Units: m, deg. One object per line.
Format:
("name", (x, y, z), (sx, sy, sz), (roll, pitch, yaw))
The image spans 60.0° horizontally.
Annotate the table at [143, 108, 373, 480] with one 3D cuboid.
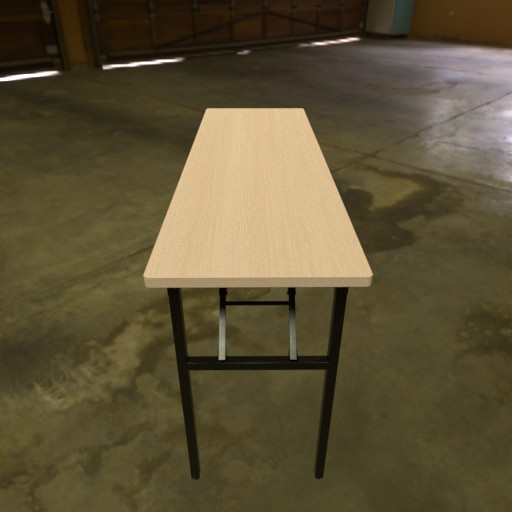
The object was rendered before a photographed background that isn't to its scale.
("table", (0.000, 0.000, 1.645), (0.447, 0.750, 1.397), (0, 31, 0))
